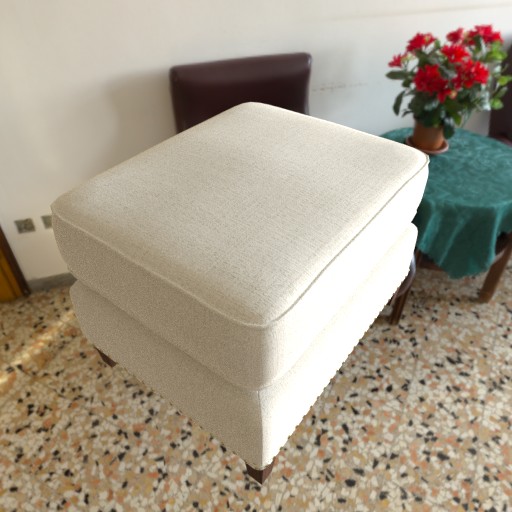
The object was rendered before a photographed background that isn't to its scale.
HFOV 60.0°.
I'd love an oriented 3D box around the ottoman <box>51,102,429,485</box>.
[{"bbox_3d":[0.000,0.000,1.110,0.589,0.537,0.738,26,47,27],"label":"ottoman"}]
